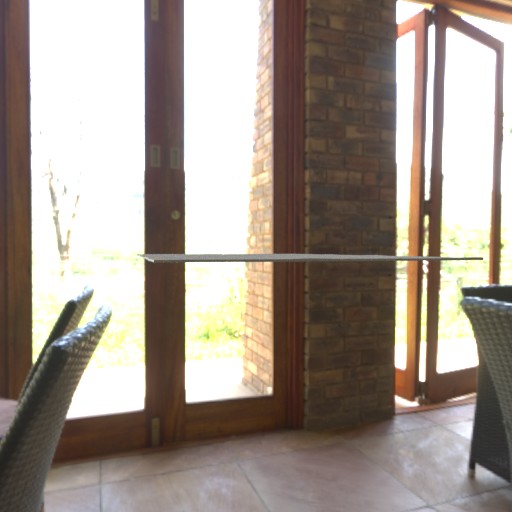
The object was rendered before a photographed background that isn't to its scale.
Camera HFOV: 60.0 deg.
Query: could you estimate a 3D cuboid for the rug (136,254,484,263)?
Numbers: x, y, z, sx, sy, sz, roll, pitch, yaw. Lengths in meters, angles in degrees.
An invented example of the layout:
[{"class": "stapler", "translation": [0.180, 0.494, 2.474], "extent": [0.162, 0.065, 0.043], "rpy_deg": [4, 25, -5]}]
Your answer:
[{"class": "rug", "translation": [0.000, 0.000, 3.066], "extent": [1.545, 0.016, 2.460], "rpy_deg": [0, 1, -17]}]
